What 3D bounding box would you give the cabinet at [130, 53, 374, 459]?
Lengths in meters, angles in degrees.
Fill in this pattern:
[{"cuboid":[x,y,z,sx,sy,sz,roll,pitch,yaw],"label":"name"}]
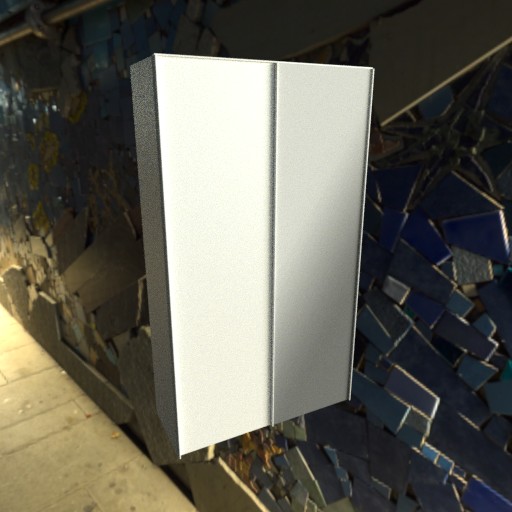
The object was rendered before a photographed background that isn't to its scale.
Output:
[{"cuboid":[0.000,0.000,2.726,1.250,2.160,0.480,-9,19,-26],"label":"cabinet"}]
